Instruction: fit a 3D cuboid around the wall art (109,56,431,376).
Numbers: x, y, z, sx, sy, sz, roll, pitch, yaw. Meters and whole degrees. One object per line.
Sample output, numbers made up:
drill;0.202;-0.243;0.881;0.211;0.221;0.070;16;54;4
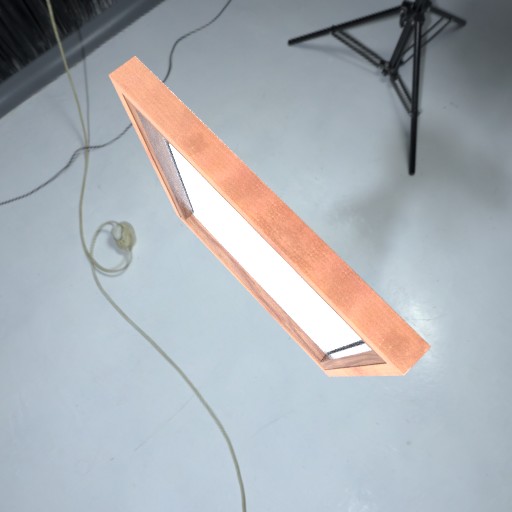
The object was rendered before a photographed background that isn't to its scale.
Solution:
wall art;0.000;0.000;0.609;0.035;0.403;0.403;-42;79;-10
